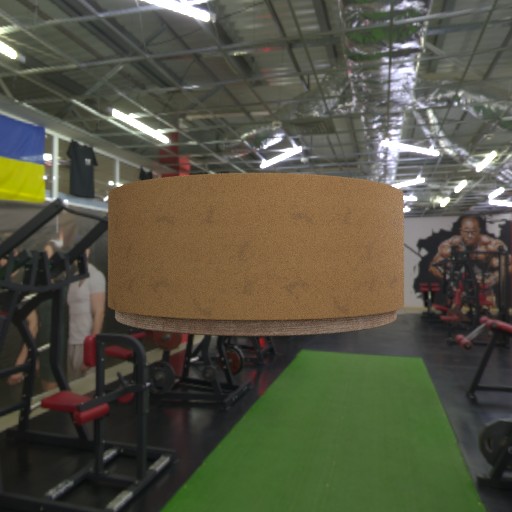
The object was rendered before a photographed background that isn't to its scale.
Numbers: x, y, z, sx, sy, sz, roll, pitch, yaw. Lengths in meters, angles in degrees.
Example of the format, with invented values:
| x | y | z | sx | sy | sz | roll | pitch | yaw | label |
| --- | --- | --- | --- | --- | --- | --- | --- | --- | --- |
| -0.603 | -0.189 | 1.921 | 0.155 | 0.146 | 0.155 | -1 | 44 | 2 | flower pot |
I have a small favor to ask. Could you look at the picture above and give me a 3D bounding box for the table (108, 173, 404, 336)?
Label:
| x | y | z | sx | sy | sz | roll | pitch | yaw | label |
| --- | --- | --- | --- | --- | --- | --- | --- | --- | --- |
| 0.000 | 0.000 | 1.580 | 1.001 | 0.409 | 1.001 | 0 | 0 | 0 | table |
